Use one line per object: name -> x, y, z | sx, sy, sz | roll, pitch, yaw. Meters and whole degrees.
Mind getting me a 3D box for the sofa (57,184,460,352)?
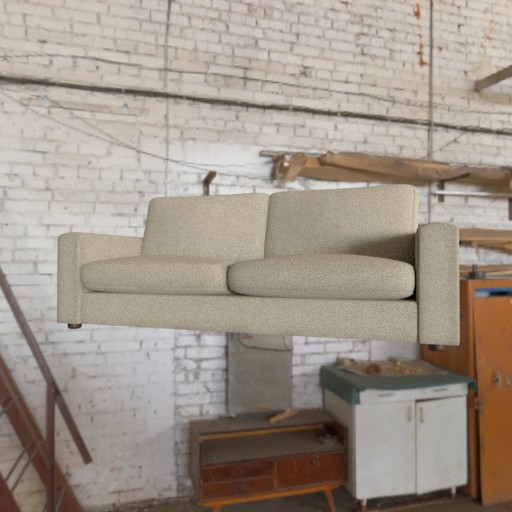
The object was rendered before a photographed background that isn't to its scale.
sofa -> 0.000, 0.000, 2.702 | 2.179, 0.873, 1.016 | 0, -1, 19
